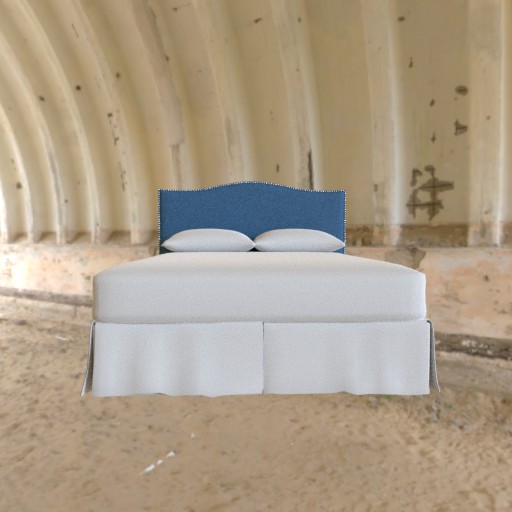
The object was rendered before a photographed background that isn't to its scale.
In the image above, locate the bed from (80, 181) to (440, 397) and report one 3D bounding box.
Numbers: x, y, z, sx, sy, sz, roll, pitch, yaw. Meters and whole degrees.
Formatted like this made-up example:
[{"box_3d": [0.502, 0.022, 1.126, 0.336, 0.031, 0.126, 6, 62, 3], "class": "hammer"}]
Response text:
[{"box_3d": [0.000, 0.000, 2.852, 1.610, 1.169, 1.872, 0, 3, -2], "class": "bed"}]
